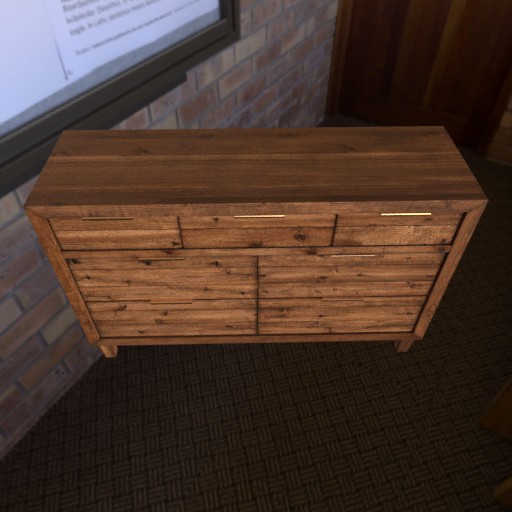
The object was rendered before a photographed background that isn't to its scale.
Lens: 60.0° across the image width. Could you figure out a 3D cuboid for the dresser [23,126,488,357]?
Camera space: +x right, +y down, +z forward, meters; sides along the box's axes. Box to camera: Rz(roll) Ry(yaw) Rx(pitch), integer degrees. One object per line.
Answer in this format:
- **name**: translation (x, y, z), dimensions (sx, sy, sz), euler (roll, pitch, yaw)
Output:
- **dresser**: translation (0.000, 0.000, 1.788), dimensions (1.387, 0.892, 0.438), euler (-1, 46, -1)
